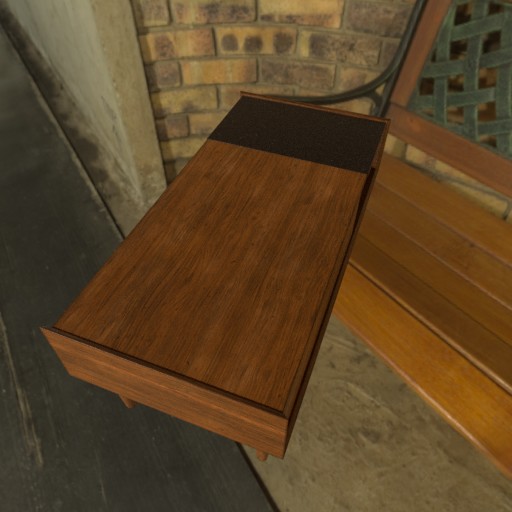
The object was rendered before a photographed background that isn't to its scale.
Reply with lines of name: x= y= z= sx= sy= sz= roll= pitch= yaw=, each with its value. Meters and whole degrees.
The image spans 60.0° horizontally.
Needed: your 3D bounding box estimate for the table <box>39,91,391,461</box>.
table: x=0.000 y=0.000 z=1.529 sx=0.610 sy=0.508 sz=1.221 roll=16 pitch=49 yaw=14
